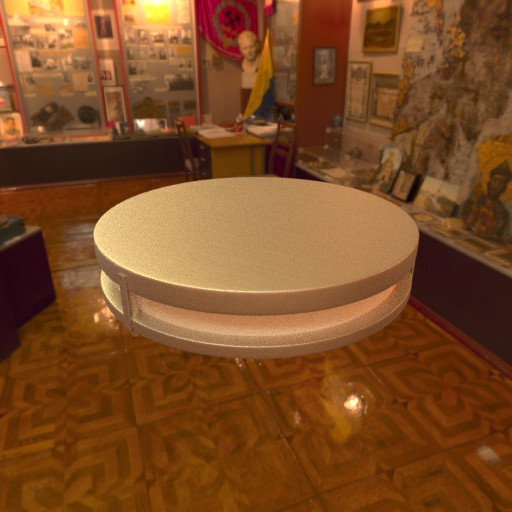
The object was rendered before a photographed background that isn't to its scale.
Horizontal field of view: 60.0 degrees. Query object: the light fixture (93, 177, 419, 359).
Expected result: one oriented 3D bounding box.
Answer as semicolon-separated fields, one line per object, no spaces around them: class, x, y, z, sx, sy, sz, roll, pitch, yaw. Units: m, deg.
light fixture;0.000;0.000;0.529;0.356;0.102;0.356;0;25;0
